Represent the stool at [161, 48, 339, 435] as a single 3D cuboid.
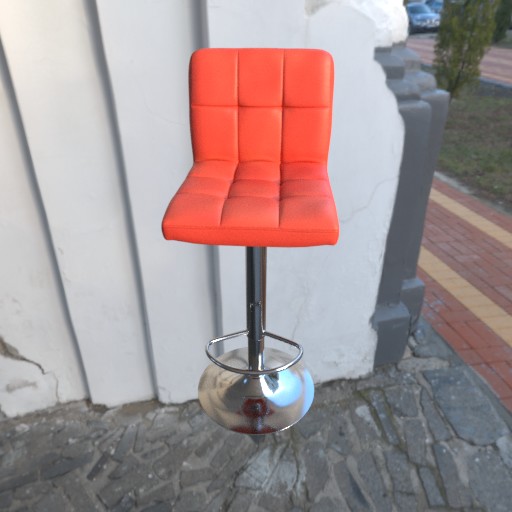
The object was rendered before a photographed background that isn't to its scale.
[{"bbox_3d":[0.000,0.000,1.351,0.430,1.115,0.505,2,30,3],"label":"stool"}]
